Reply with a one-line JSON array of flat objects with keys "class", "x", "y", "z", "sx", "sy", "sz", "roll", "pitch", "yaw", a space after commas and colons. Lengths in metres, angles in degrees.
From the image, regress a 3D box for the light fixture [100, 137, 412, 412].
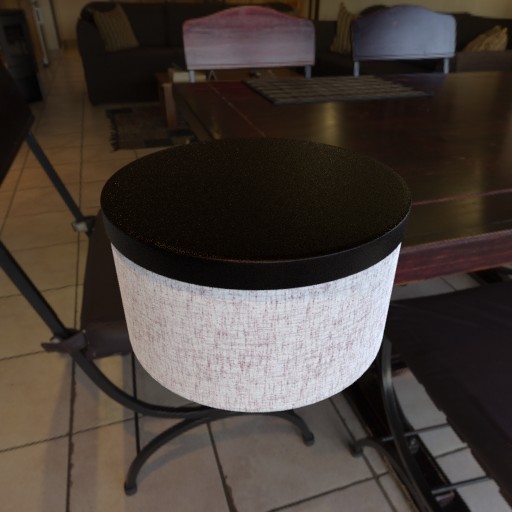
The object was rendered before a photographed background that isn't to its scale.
[{"class": "light fixture", "x": 0.000, "y": 0.000, "z": 0.636, "sx": 0.389, "sy": 0.229, "sz": 0.389, "roll": 0, "pitch": 32, "yaw": 0}]
